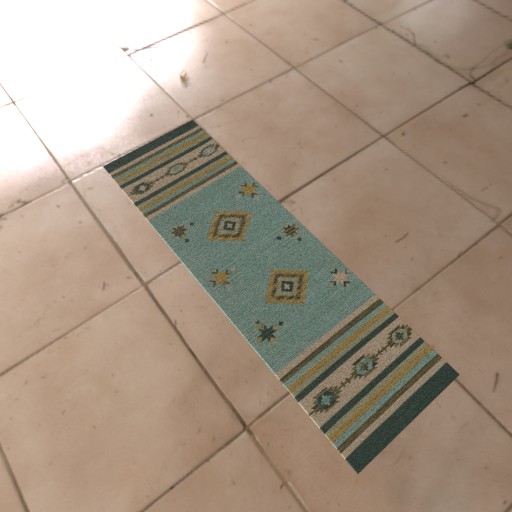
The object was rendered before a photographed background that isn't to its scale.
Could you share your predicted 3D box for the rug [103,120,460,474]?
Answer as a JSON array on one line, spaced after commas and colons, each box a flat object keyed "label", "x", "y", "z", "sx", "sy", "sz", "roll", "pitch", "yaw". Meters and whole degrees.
[{"label": "rug", "x": 0.000, "y": 0.000, "z": 2.671, "sx": 0.744, "sy": 0.010, "sz": 2.441, "roll": -34, "pitch": 64, "yaw": -19}]
